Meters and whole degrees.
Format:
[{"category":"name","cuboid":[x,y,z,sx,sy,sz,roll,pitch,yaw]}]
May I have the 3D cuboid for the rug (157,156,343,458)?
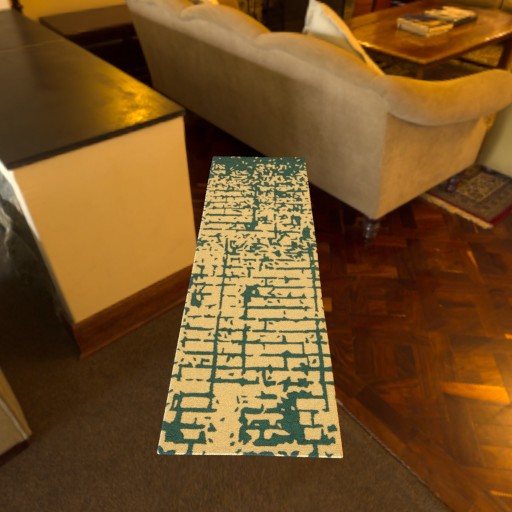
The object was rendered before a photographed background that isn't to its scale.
[{"category":"rug","cuboid":[0.000,0.000,2.698,0.750,0.011,2.435,1,41,1]}]
